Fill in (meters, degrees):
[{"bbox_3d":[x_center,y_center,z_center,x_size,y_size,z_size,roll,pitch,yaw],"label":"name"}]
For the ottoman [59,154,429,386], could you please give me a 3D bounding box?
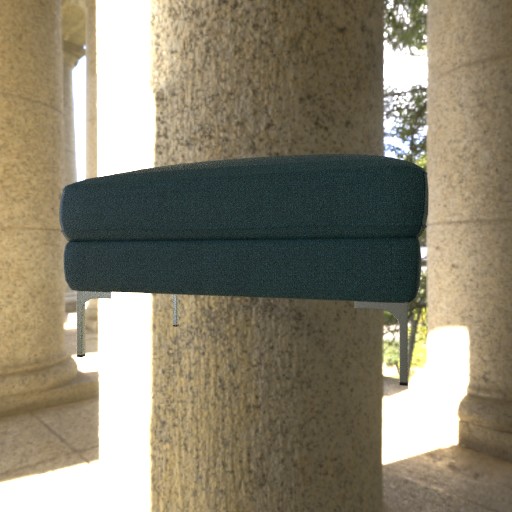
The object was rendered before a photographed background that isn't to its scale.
[{"bbox_3d":[0.000,0.000,1.210,0.856,0.498,0.563,0,0,18],"label":"ottoman"}]
